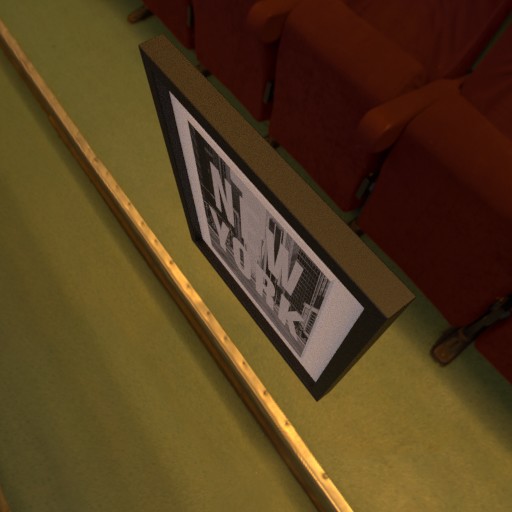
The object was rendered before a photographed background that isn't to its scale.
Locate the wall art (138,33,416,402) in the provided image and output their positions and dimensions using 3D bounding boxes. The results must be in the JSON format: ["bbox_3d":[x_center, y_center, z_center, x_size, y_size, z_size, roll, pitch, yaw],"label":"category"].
[{"bbox_3d":[0.000,0.000,0.524,0.028,0.381,0.328,-34,69,-15],"label":"wall art"}]
